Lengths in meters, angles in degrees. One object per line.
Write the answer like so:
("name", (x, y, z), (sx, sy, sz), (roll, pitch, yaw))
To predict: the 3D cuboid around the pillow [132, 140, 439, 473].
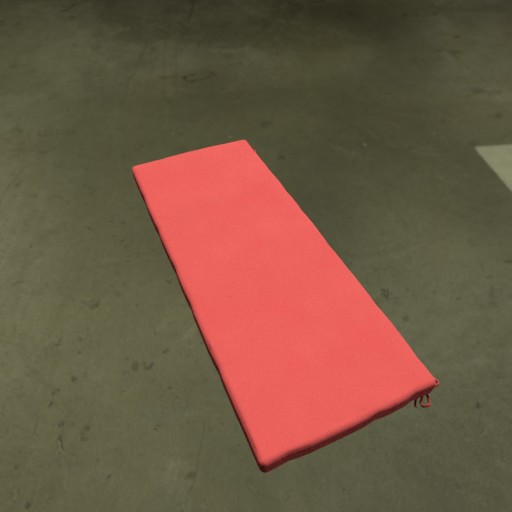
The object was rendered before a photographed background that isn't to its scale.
("pillow", (0.000, 0.000, 1.346), (0.492, 0.081, 1.187), (-18, 49, -16))
